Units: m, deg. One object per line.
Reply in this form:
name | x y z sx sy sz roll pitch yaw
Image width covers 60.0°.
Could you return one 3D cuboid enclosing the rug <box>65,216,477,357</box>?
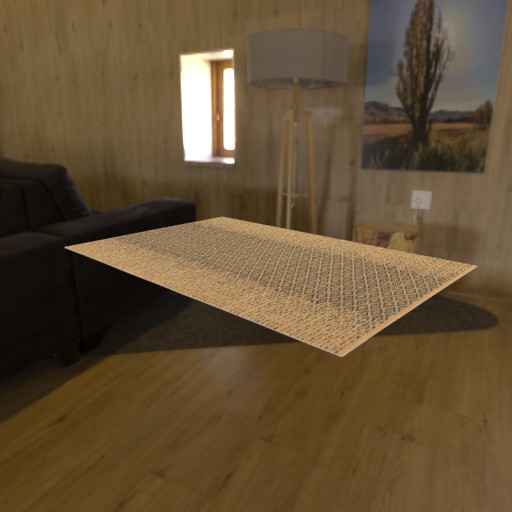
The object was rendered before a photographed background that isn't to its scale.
rug | 0.000 0.000 2.340 1.828 0.005 1.219 15 22 41
